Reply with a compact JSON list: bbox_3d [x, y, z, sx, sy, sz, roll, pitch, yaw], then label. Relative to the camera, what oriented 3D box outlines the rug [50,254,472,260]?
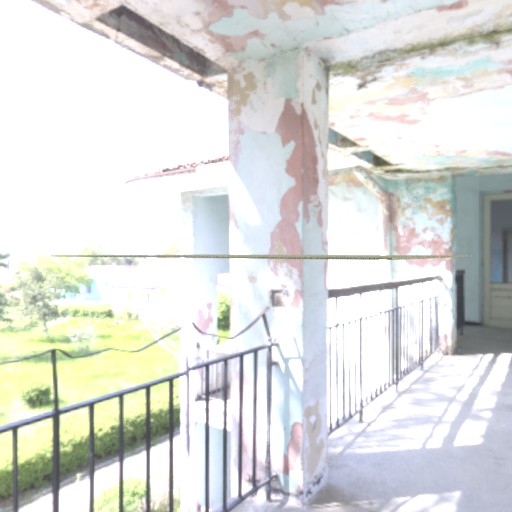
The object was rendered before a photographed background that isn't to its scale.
[{"bbox_3d":[0.000,0.000,2.186,1.747,0.006,1.143,0,1,36],"label":"rug"}]
